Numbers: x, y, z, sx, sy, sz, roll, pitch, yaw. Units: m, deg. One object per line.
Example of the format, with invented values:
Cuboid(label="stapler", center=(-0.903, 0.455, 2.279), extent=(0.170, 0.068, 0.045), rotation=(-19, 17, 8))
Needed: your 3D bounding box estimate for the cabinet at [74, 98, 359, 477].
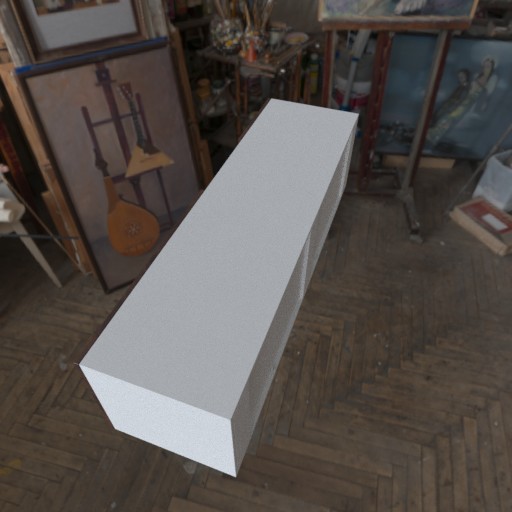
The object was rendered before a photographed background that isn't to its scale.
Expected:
Cuboid(label="cabinet", center=(0.000, 0.000, 1.749), extent=(0.431, 0.533, 1.499), rotation=(15, 48, 14))
